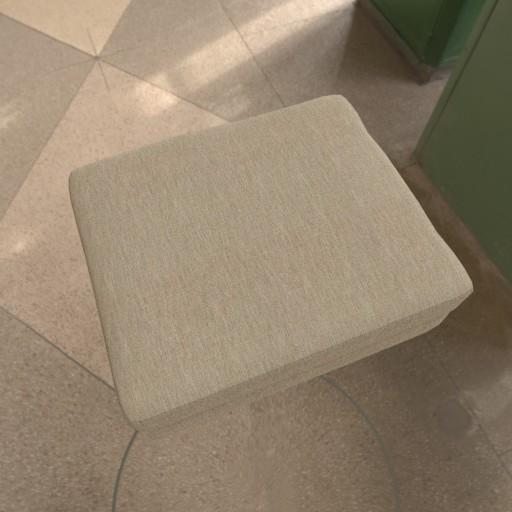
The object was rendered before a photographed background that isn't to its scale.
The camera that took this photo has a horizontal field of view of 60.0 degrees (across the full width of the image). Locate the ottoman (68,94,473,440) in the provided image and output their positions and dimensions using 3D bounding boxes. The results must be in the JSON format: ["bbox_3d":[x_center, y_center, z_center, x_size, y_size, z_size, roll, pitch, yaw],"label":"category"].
[{"bbox_3d":[0.000,0.000,1.451,0.976,0.492,0.836,-19,63,-10],"label":"ottoman"}]
